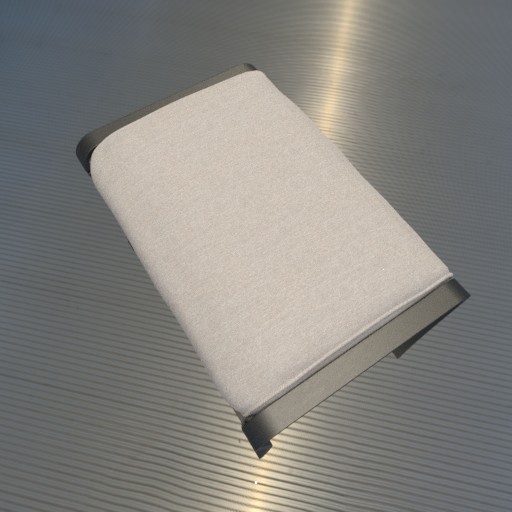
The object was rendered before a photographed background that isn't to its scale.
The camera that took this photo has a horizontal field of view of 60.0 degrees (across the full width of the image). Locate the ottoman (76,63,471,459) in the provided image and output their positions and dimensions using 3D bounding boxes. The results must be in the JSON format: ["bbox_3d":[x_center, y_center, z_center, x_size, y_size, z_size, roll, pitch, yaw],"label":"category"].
[{"bbox_3d":[0.000,0.000,0.884,0.406,0.422,0.610,-30,67,-15],"label":"ottoman"}]
